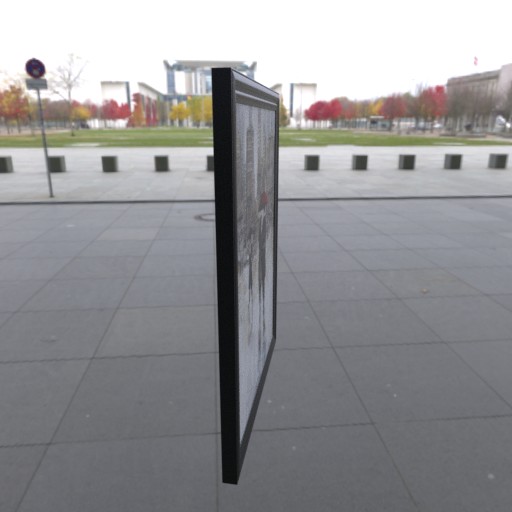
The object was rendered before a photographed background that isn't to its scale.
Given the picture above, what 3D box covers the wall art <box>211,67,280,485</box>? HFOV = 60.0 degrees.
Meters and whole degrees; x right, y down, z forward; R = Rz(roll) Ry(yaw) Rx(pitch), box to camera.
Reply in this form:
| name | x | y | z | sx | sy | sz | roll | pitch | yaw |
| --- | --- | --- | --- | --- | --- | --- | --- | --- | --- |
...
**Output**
| name | x | y | z | sx | sy | sz | roll | pitch | yaw |
| --- | --- | --- | --- | --- | --- | --- | --- | --- | --- |
| wall art | 0.000 | 0.000 | 1.647 | 0.053 | 1.194 | 0.950 | 3 | 17 | 9 |
